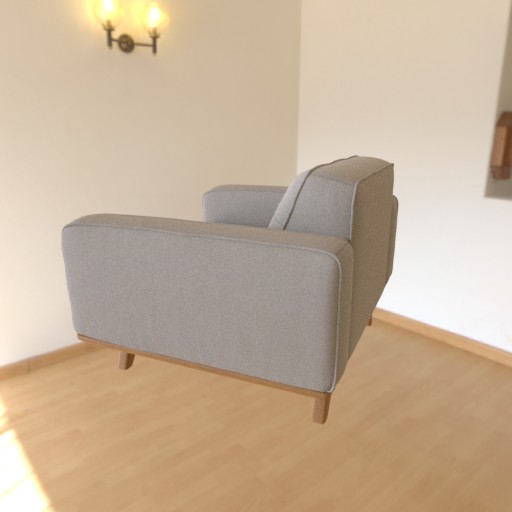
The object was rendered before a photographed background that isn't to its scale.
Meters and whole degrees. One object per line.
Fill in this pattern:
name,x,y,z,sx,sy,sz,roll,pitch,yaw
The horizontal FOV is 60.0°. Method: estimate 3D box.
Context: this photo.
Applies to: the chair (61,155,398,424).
chair,0.000,0.000,1.781,0.953,0.779,1.115,7,18,23
